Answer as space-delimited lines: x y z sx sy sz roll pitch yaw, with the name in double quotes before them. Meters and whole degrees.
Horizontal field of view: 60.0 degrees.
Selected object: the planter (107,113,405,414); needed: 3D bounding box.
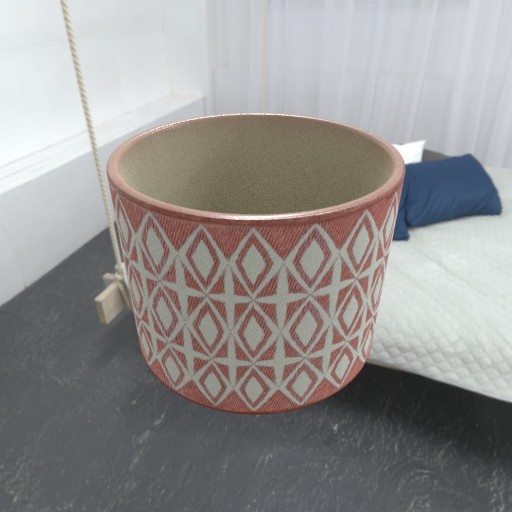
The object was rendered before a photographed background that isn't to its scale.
"planter" 0.000 0.000 0.484 0.273 0.237 0.273 0 33 0
